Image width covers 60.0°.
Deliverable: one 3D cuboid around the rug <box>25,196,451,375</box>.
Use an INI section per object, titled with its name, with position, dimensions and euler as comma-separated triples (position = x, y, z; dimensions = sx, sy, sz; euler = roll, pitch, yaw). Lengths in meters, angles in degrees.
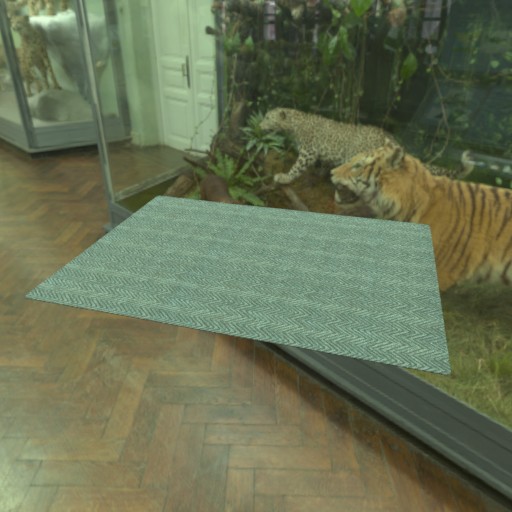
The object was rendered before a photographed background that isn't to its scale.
[rug]
position = 0.000, 0.000, 5.117
dimensions = 3.957, 0.011, 2.894
euler = 8, 30, 14
